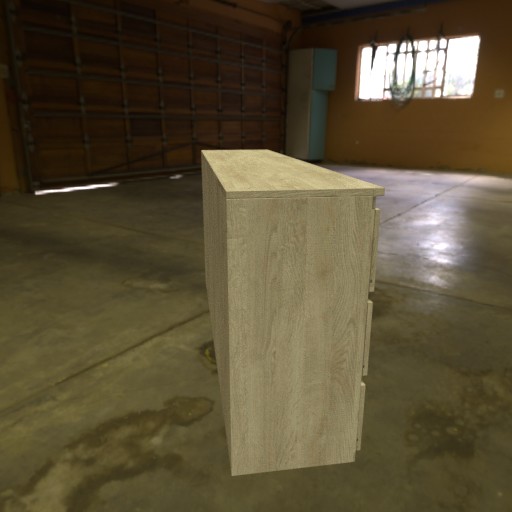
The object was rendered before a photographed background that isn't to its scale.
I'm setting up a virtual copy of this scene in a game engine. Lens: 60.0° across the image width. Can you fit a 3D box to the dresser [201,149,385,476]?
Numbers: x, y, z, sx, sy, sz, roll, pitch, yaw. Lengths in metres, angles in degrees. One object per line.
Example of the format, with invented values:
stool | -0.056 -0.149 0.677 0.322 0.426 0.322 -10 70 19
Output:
dresser | 0.000 0.000 1.899 0.390 0.795 1.590 -3 17 -9
